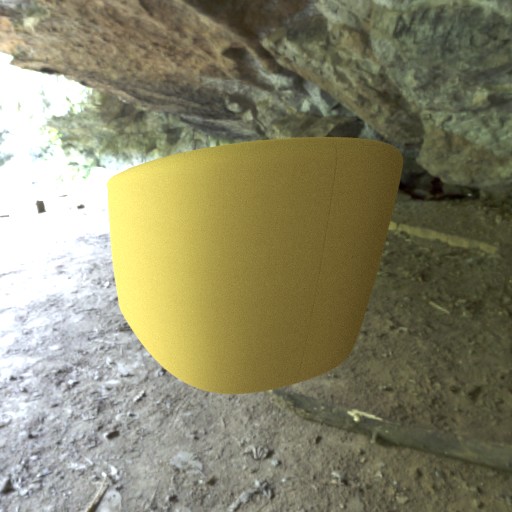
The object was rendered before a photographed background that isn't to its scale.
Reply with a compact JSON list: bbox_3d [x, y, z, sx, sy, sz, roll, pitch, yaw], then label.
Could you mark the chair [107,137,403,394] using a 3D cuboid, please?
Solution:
[{"bbox_3d":[0.000,0.000,1.348,0.773,0.698,0.767,-7,17,-26],"label":"chair"}]
